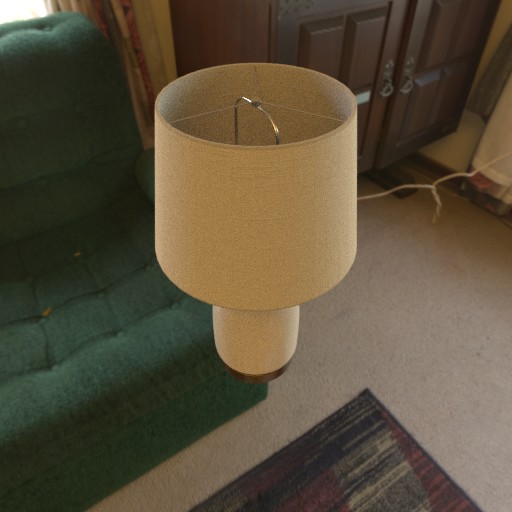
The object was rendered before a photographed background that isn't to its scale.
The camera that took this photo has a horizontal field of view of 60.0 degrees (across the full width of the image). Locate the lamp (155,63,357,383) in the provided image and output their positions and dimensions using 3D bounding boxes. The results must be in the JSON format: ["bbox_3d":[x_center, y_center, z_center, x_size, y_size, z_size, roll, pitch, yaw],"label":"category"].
[{"bbox_3d":[0.000,0.000,0.664,0.285,0.483,0.285,0,42,0],"label":"lamp"}]
